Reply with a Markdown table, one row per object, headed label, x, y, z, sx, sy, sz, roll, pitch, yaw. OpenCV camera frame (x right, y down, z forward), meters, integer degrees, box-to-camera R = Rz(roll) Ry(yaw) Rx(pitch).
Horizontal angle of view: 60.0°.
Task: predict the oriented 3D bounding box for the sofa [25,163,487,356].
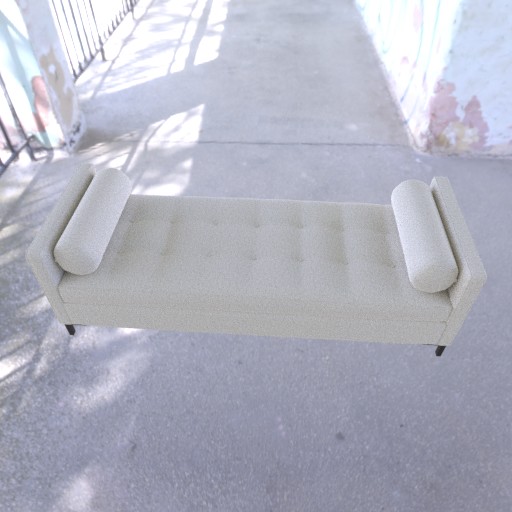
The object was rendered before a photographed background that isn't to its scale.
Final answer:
| label | x | y | z | sx | sy | sz | roll | pitch | yaw |
| --- | --- | --- | --- | --- | --- | --- | --- | --- | --- |
| sofa | 0.000 | 0.000 | 2.337 | 1.985 | 0.641 | 0.746 | 3 | 45 | 3 |
